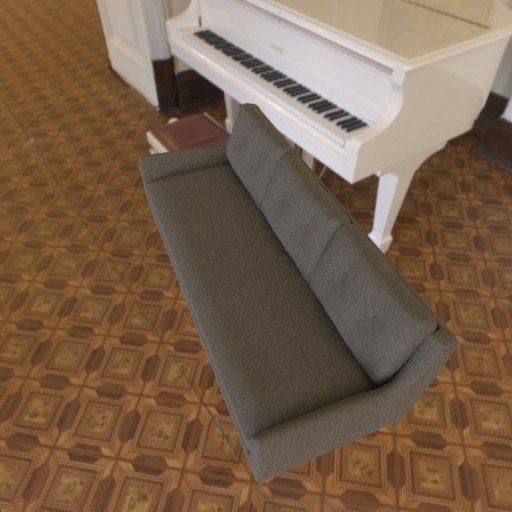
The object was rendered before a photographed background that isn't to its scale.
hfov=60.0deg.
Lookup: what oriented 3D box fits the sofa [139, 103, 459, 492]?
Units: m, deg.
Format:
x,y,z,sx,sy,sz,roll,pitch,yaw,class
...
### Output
x,y,z,sx,sy,sz,roll,pitch,yaw,class
0.000,0.000,2.463,0.849,0.837,2.060,-17,48,-15,sofa
